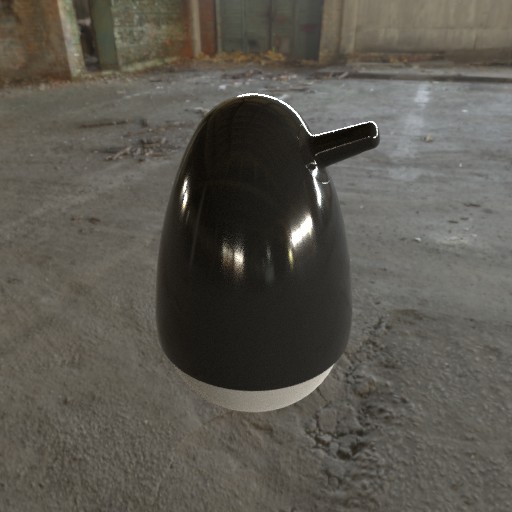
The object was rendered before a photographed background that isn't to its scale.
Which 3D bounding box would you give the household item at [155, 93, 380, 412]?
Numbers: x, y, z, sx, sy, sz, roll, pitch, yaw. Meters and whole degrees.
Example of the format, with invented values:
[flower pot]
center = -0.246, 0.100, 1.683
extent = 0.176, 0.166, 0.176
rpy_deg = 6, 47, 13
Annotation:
[household item]
center = 0.000, 0.000, 0.219
extent = 0.104, 0.152, 0.102
rpy_deg = 10, 30, 18
